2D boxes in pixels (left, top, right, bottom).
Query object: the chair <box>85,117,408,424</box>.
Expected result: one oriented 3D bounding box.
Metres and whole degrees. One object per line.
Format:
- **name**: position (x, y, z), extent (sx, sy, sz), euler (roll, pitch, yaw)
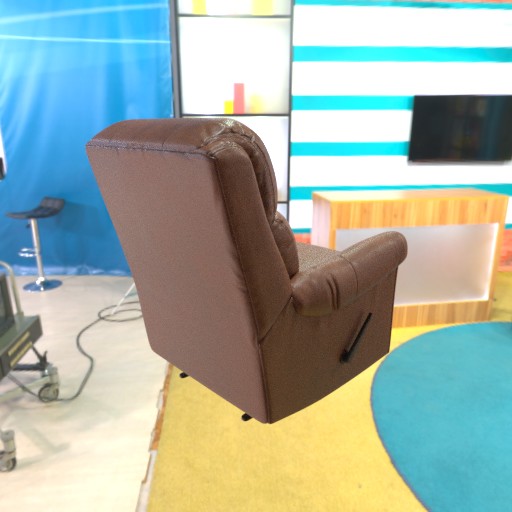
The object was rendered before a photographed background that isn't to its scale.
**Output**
- **chair**: position (0.000, 0.000, 1.784), extent (1.014, 1.054, 0.838), euler (-15, 22, -42)
